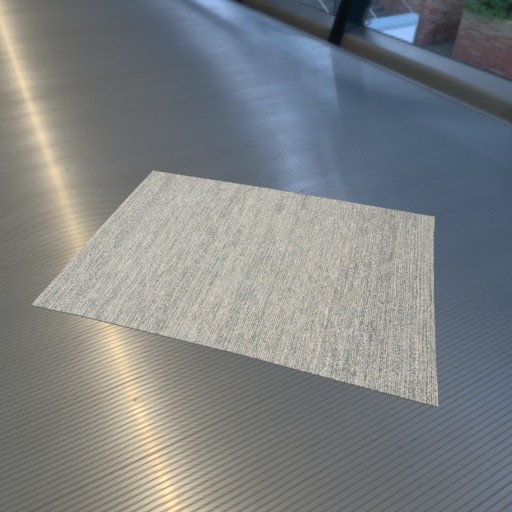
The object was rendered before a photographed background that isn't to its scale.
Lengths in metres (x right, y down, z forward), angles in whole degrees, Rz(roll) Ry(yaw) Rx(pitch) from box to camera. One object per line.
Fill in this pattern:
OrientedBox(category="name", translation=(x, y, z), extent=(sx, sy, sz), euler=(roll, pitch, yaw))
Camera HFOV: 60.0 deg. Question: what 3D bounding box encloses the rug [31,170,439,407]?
OrientedBox(category="rug", translation=(0.000, 0.000, 2.983), extent=(2.338, 0.030, 1.616), euler=(11, 43, 12))
